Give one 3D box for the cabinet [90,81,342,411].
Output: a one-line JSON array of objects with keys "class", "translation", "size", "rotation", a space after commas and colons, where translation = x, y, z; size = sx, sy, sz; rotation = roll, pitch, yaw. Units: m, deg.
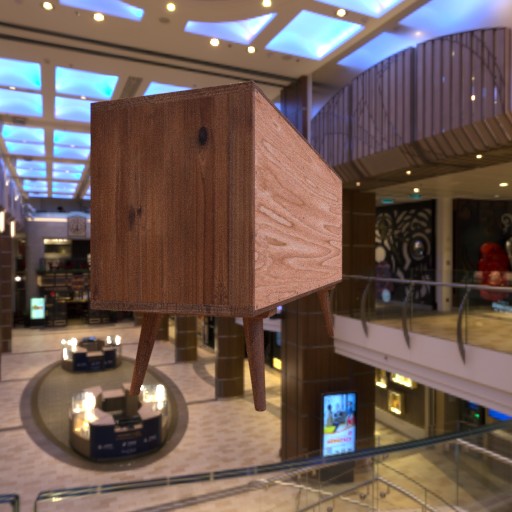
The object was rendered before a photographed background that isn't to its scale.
[{"class": "cabinet", "translation": [0.000, 0.000, 1.743], "size": [0.472, 0.800, 1.400], "rotation": [0, 0, 19]}]
